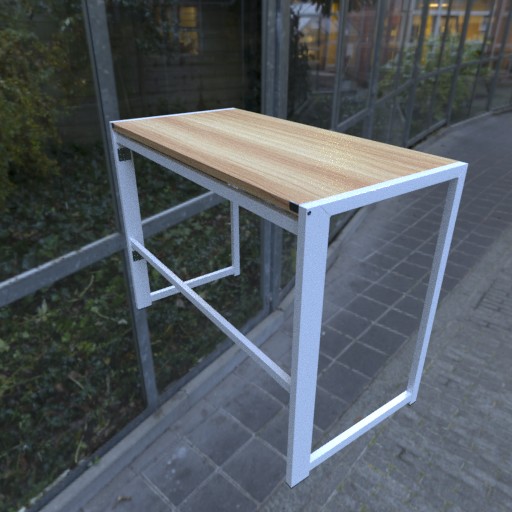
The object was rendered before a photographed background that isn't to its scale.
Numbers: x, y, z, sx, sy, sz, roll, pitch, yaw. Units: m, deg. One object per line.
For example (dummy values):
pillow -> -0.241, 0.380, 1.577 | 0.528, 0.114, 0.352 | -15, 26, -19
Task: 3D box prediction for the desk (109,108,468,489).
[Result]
desk -> 0.000, 0.000, 1.452 | 0.508, 0.762, 1.016 | -18, 32, -31
